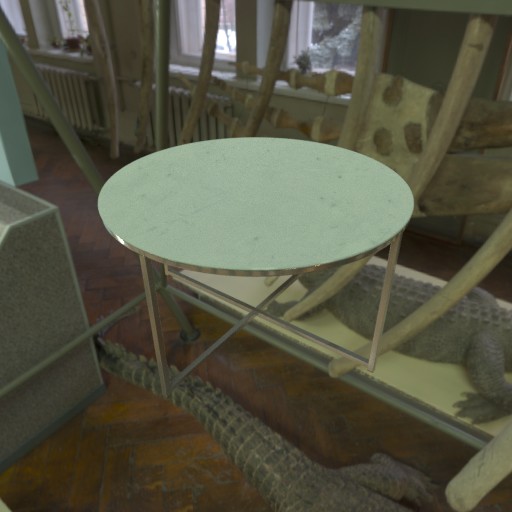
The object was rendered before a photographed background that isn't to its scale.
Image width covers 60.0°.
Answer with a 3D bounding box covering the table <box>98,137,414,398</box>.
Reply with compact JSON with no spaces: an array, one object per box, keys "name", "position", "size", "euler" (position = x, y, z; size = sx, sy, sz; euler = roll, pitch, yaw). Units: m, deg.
[{"name":"table","position":[0.000,0.000,1.290],"size":[0.800,0.450,0.800],"euler":[0,32,0]}]
